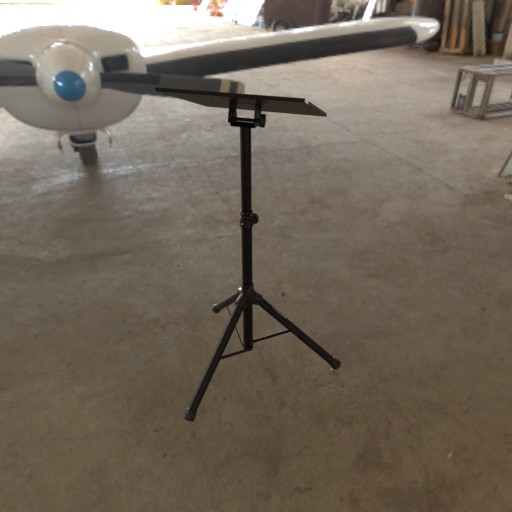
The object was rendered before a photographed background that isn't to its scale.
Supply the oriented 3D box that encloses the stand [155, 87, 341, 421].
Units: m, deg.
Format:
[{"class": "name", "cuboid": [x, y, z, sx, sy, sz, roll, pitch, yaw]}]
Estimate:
[{"class": "stand", "cuboid": [0.000, 0.000, 1.646, 0.702, 1.198, 0.702, 10, 33, 16]}]
